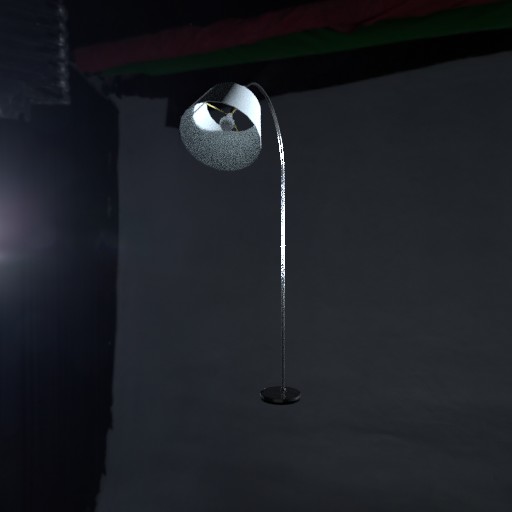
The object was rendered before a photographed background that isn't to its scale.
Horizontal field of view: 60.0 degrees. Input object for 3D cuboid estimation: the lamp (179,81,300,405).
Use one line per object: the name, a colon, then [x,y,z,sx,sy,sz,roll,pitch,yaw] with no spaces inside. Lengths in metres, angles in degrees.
lamp: [0.000,0.000,2.682,0.406,2.098,1.445,0,1,18]
